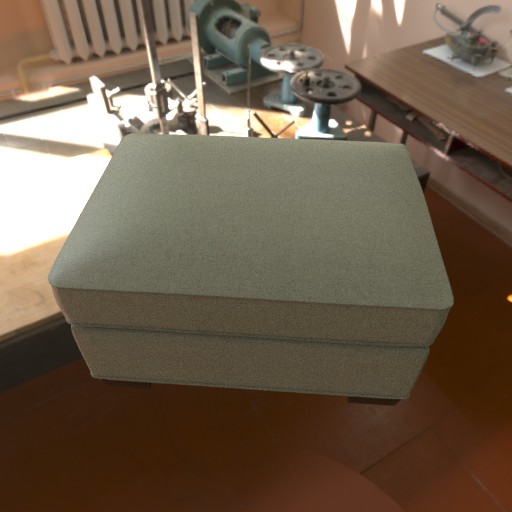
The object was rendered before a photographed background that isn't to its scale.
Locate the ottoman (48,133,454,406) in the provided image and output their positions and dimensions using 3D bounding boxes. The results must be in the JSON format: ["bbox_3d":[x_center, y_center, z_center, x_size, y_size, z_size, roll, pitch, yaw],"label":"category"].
[{"bbox_3d":[0.000,0.000,1.238,0.843,0.504,0.619,3,46,3],"label":"ottoman"}]
